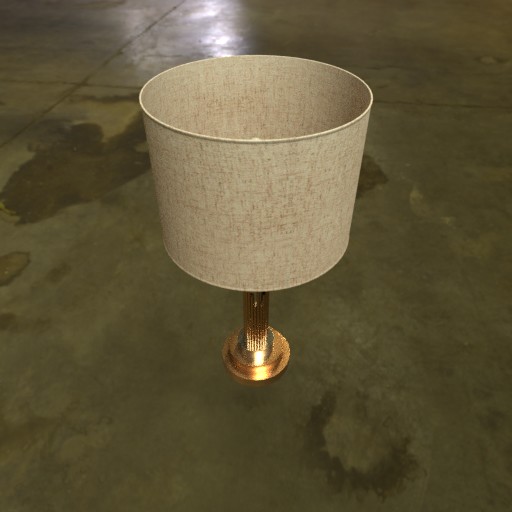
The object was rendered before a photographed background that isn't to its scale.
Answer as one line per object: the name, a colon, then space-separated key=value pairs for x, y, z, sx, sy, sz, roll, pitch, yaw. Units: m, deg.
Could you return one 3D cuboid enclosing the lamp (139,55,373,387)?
lamp: x=0.000 y=0.000 z=0.817 sx=0.321 sy=0.610 sz=0.321 roll=-26 pitch=46 yaw=-27
